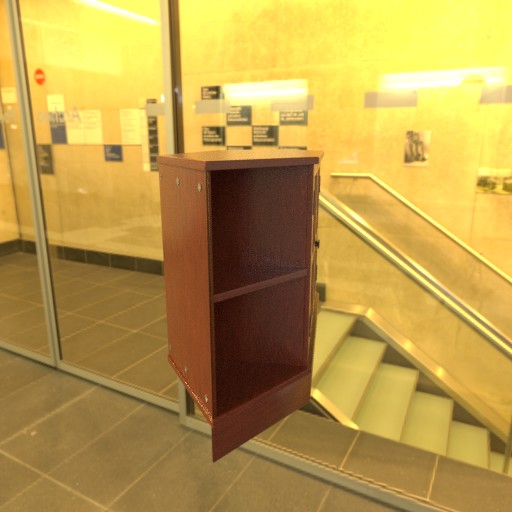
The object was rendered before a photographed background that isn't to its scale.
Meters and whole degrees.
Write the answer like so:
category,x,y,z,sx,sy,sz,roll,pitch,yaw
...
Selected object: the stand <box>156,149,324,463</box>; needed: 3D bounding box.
category,x,y,z,sx,sy,sz,roll,pitch,yaw
stand,0.000,0.000,1.351,0.381,0.614,1.072,2,15,9
